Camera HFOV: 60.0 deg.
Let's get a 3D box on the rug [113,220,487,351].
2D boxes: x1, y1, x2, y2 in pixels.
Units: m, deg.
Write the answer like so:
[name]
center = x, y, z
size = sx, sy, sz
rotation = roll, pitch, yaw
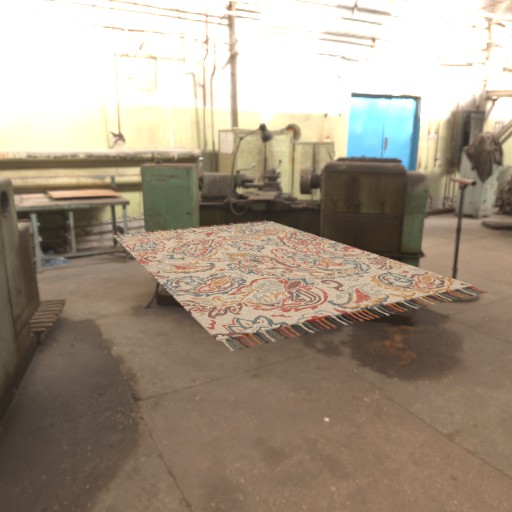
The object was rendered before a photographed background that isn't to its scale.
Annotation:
[rug]
center = 0.000, 0.000, 2.471
size = 1.218, 0.010, 1.997
rotation = -7, 16, -26
